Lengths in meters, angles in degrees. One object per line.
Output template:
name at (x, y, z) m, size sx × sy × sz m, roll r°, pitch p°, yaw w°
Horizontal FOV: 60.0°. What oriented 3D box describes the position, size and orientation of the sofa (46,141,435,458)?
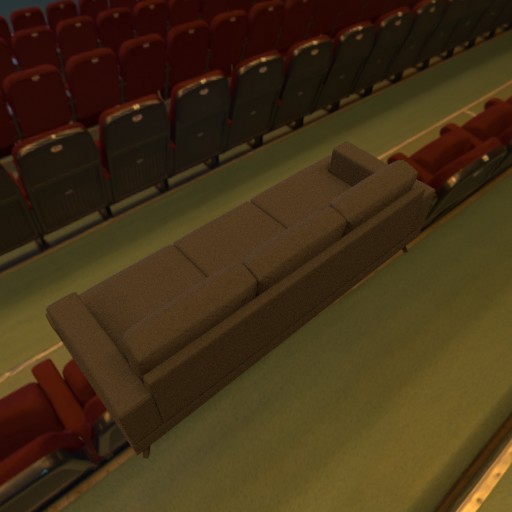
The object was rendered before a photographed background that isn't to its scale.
sofa at (0.000, 0.000, 2.704) m, size 2.310 × 0.810 × 0.920 m, roll -33°, pitch 55°, yaw -26°
